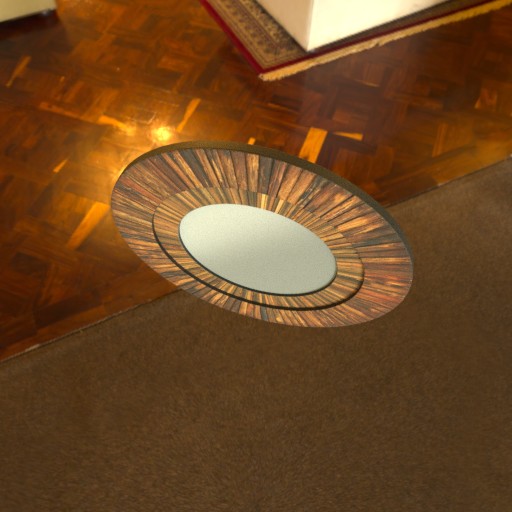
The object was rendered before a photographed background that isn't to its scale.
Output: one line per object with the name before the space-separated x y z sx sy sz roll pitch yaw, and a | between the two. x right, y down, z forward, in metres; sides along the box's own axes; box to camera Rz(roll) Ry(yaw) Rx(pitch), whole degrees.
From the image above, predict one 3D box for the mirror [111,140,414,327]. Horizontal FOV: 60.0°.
mirror | 0.000 0.000 1.604 1.077 1.077 0.036 13 60 8
